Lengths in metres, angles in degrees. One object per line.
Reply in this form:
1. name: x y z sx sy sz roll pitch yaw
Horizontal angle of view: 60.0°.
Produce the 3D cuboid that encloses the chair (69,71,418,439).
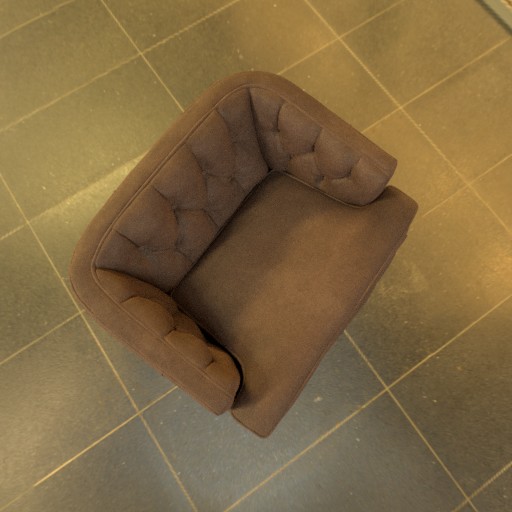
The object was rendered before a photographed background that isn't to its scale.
1. chair: 0.000 0.000 1.780 0.914 0.787 1.118 35 77 9
